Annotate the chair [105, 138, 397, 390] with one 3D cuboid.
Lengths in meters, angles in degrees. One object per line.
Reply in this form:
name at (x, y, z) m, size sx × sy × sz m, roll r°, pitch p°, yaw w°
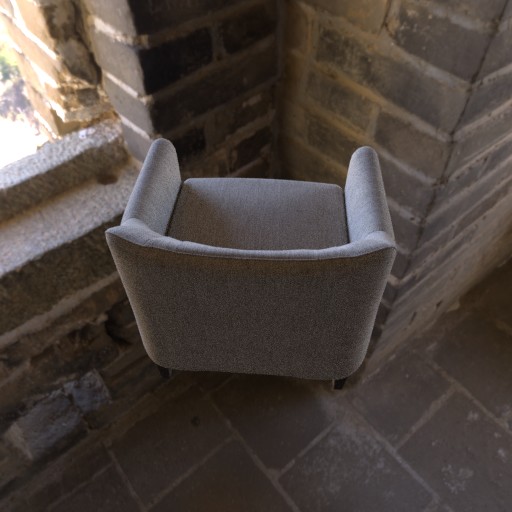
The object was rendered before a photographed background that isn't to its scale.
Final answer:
chair at (0.000, 0.000, 1.426) m, size 0.796 × 0.761 × 0.758 m, roll 3°, pitch 47°, yaw 3°
